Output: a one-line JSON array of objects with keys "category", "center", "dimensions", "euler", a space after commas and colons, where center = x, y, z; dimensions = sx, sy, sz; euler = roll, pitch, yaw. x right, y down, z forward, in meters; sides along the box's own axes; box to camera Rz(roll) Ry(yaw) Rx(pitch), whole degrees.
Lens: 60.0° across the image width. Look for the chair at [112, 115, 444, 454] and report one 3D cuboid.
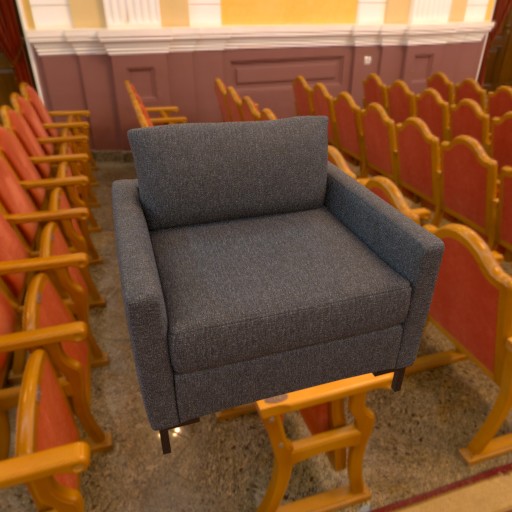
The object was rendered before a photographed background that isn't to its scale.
[{"category": "chair", "center": [0.000, 0.000, 1.633], "dimensions": [0.963, 0.861, 0.866], "euler": [-9, 32, -15]}]
